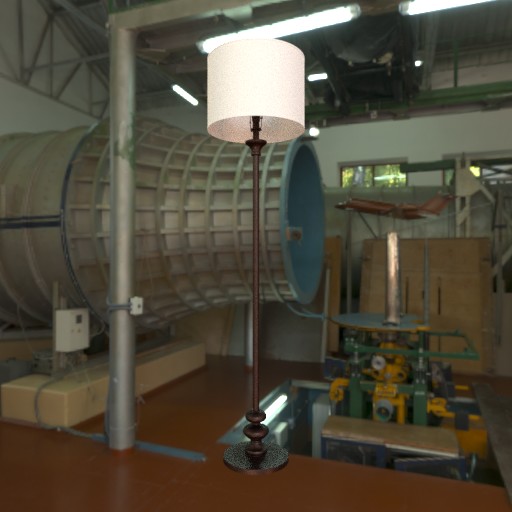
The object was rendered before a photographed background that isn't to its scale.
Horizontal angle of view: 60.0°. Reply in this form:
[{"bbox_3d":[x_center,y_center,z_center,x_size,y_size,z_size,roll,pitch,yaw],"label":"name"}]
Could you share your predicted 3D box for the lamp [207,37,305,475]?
[{"bbox_3d":[0.000,0.000,1.629,0.356,1.487,0.356,0,0,-35],"label":"lamp"}]
